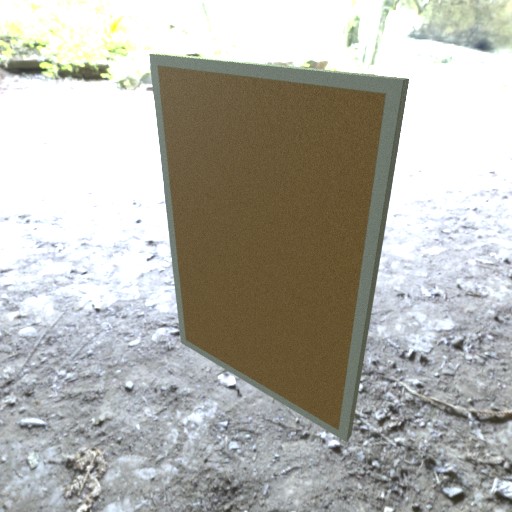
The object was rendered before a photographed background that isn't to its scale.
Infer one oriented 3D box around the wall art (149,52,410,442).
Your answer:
[{"bbox_3d":[0.000,0.000,0.539,0.303,0.433,0.013,22,37,32],"label":"wall art"}]
